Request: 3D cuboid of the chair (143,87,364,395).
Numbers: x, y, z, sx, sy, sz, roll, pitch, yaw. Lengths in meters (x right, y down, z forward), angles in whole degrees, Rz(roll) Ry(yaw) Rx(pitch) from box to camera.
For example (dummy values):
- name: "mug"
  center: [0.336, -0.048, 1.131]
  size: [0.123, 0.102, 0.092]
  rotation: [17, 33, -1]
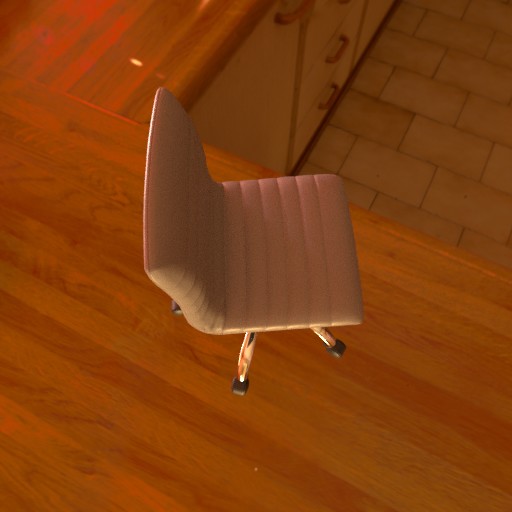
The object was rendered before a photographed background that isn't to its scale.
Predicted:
- name: "chair"
  center: [0.000, 0.000, 1.109]
  size: [0.542, 0.750, 0.569]
  rotation: [-2, 64, -1]
